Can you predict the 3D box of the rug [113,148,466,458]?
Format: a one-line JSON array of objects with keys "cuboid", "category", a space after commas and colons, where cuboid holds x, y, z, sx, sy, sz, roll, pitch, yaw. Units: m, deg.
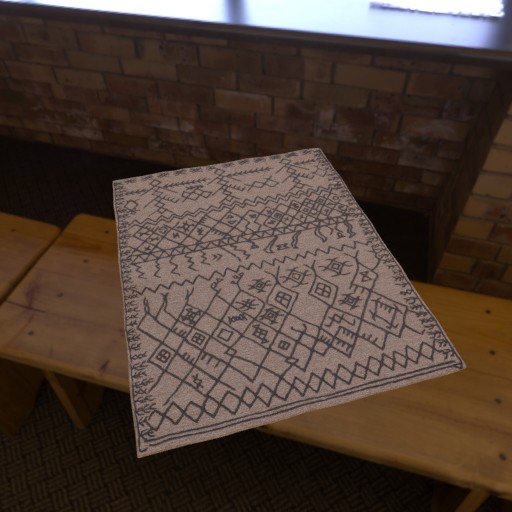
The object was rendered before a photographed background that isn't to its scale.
[{"cuboid": [0.000, 0.000, 3.275, 1.964, 0.025, 2.455, -11, 48, -11], "category": "rug"}]
